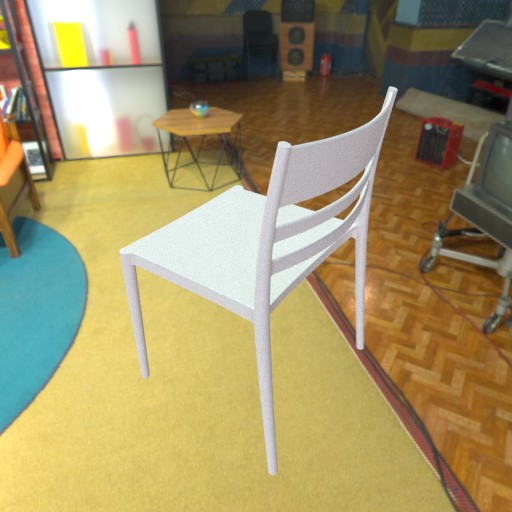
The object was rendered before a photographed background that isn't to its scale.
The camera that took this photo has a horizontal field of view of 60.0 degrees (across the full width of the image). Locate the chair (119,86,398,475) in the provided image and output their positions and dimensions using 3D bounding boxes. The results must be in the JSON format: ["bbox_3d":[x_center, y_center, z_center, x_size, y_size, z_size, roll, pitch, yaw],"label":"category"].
[{"bbox_3d":[0.000,0.000,1.137,0.511,0.800,0.531,21,38,29],"label":"chair"}]
